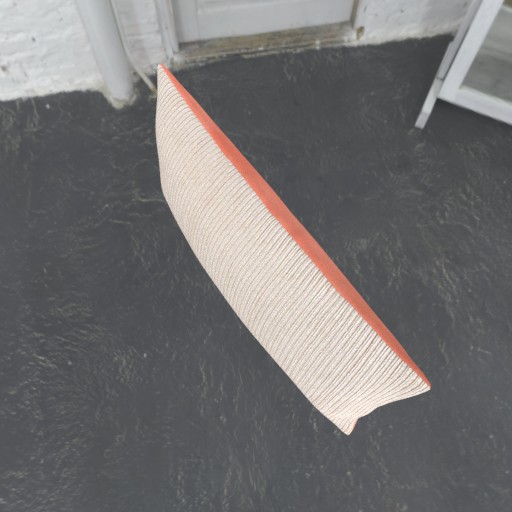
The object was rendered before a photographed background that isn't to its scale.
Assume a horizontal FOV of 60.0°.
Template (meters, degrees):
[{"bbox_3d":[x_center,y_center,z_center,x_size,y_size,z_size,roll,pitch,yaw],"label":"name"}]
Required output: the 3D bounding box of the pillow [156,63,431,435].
[{"bbox_3d":[0.000,0.000,0.722,0.155,0.307,0.608,-32,69,-14],"label":"pillow"}]
